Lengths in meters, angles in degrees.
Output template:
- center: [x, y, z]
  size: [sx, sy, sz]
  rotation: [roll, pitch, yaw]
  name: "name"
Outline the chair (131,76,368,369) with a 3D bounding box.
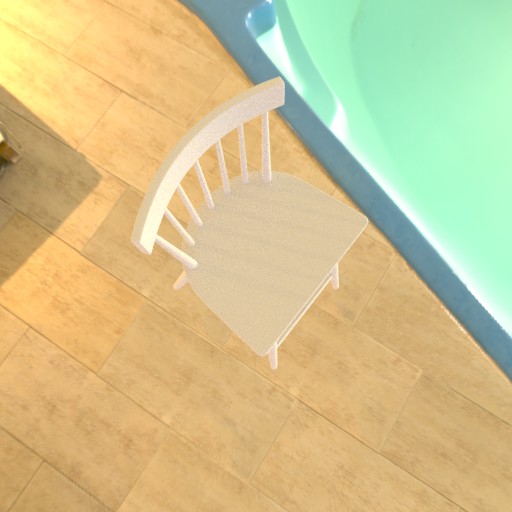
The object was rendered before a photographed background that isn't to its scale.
- center: [0.000, 0.000, 1.417]
  size: [0.572, 1.092, 0.483]
  rotation: [38, 79, 9]
  name: "chair"
